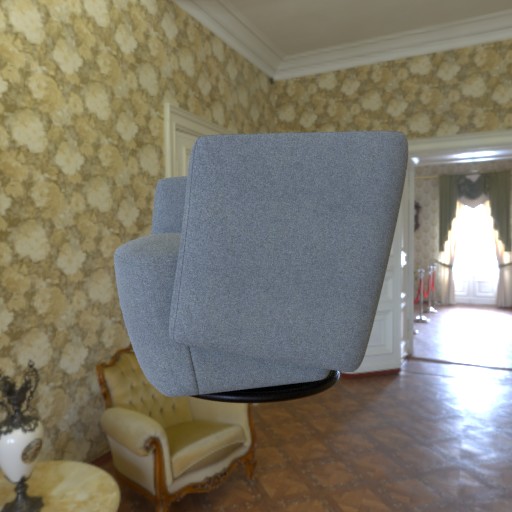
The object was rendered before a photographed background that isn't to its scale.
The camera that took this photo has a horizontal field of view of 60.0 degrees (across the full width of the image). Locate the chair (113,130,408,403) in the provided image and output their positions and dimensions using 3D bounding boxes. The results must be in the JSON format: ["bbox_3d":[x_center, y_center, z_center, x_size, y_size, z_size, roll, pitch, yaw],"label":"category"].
[{"bbox_3d":[0.000,0.000,1.615,0.986,0.861,0.822,0,1,-20],"label":"chair"}]
